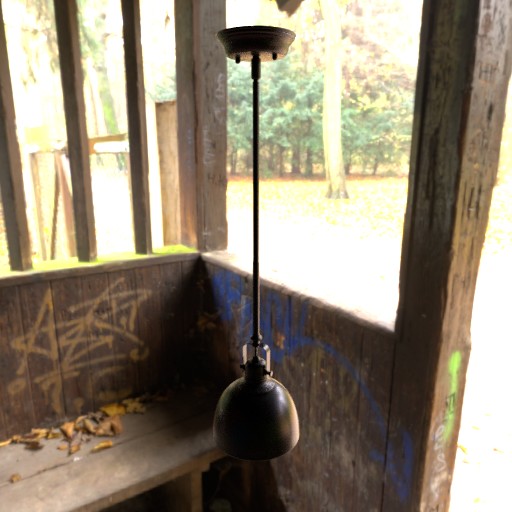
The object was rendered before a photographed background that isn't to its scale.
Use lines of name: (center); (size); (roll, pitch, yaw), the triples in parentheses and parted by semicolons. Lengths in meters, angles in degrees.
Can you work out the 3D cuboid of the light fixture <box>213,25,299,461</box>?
light fixture: (0.000, 0.000, 0.843); (0.182, 0.768, 0.182); (7, 16, 27)
